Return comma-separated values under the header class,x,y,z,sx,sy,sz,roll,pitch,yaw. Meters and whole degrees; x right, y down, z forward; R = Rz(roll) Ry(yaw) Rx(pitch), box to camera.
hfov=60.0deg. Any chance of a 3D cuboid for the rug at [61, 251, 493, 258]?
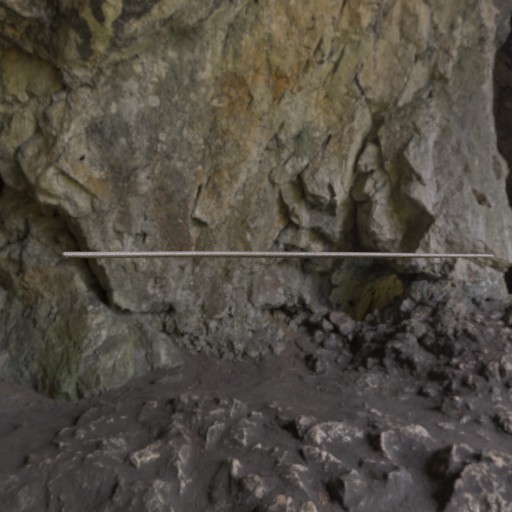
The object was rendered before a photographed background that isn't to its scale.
class,x,y,z,sx,sy,sz,roll,pitch,yaw
rug,0.000,0.000,4.084,3.017,0.035,2.472,0,-1,-17
